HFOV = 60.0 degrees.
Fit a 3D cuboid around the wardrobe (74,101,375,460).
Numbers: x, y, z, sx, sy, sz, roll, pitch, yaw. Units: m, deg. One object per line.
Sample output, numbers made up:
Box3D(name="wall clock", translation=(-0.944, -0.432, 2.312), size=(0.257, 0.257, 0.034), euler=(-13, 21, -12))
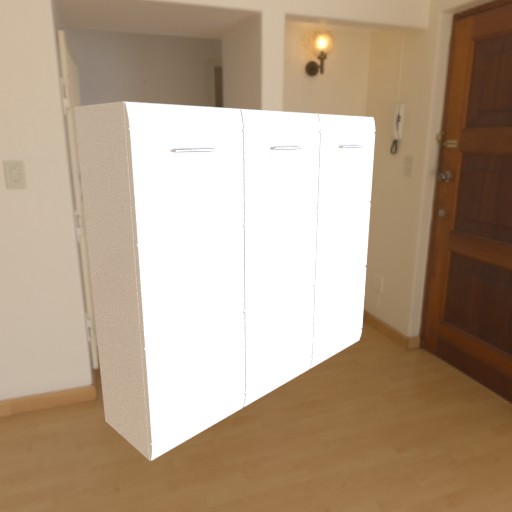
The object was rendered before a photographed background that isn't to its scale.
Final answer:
Box3D(name="wardrobe", translation=(0.000, 0.000, 1.950), size=(0.360, 1.200, 1.340), euler=(14, 20, 43))
